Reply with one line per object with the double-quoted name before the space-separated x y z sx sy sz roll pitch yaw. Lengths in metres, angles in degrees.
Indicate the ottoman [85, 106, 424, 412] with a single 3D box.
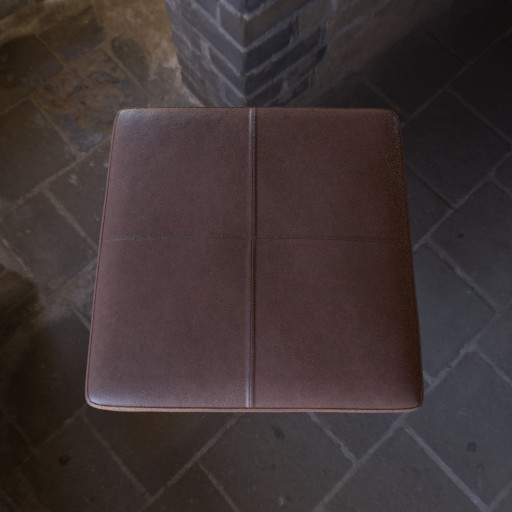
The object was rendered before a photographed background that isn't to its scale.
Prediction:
"ottoman" 0.000 0.000 1.769 1.168 0.490 1.168 0 74 0
